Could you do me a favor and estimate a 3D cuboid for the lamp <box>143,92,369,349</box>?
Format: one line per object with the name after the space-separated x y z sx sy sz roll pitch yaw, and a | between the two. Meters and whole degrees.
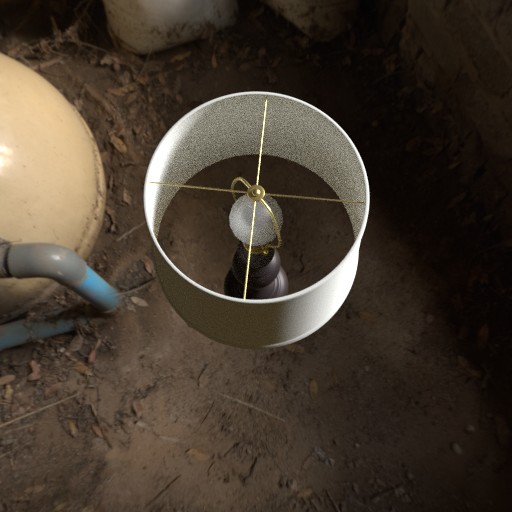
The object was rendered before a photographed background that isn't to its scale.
0.000 0.000 0.798 0.335 0.611 0.335 0 76 0 | lamp
